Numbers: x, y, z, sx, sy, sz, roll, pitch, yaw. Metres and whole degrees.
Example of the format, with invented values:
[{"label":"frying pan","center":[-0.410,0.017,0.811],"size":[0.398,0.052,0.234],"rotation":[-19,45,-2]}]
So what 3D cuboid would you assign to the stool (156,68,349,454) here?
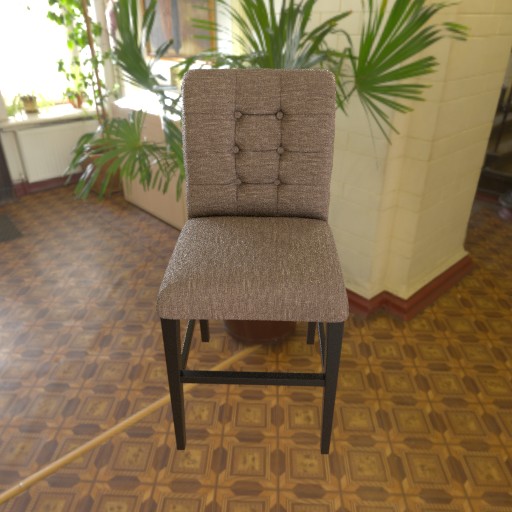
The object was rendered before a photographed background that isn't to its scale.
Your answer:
[{"label":"stool","center":[0.000,0.000,1.303],"size":[0.457,0.970,0.611],"rotation":[1,29,2]}]
